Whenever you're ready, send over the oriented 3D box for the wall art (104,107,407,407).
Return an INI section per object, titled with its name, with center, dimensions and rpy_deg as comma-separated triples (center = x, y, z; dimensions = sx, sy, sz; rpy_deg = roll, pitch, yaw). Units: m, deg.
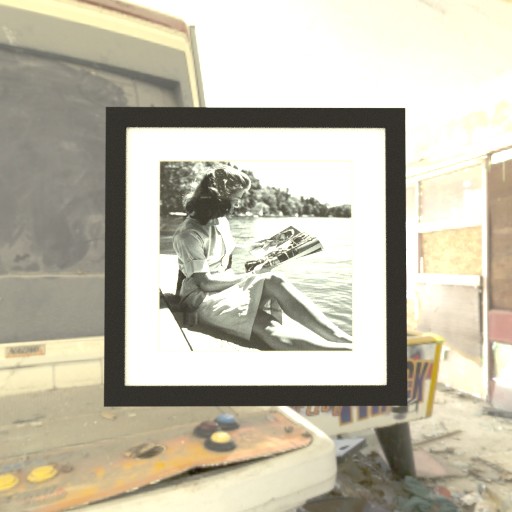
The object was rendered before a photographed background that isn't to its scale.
[wall art]
center = 0.000, 0.000, 0.694
dimensions = 0.462, 0.458, 0.030
rpy_deg = 0, -1, -1
